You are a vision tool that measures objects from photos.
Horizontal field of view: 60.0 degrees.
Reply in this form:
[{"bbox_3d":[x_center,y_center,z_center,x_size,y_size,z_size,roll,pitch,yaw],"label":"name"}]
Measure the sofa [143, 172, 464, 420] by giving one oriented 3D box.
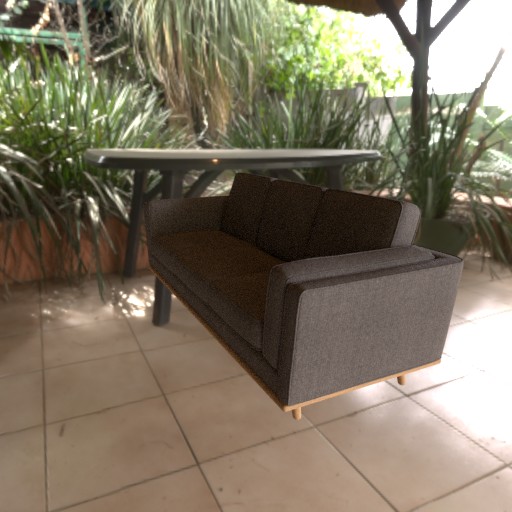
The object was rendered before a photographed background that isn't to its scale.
[{"bbox_3d":[0.000,0.000,2.786,0.903,0.899,2.362,-8,17,-26],"label":"sofa"}]
